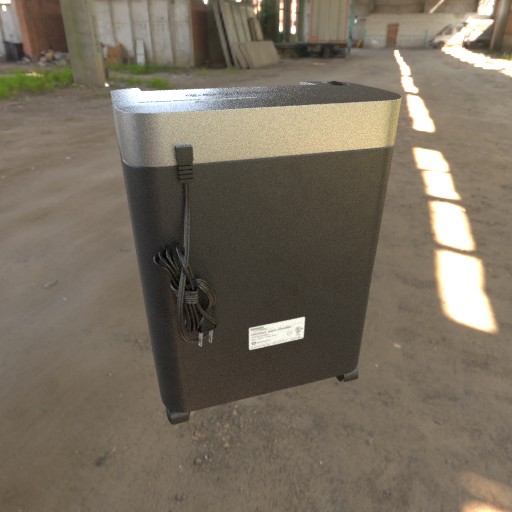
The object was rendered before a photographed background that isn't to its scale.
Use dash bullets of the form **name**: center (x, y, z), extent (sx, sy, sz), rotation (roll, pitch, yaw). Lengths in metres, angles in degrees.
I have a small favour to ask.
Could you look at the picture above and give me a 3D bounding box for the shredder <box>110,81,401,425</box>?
- **shredder**: center (0.000, 0.000, 0.596), extent (0.311, 0.419, 0.237), rotation (-9, 29, -16)
